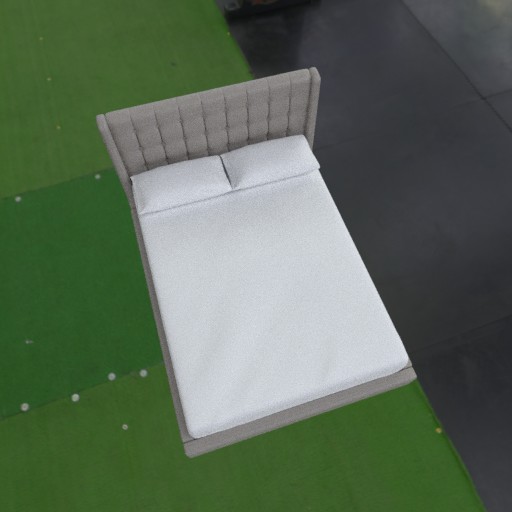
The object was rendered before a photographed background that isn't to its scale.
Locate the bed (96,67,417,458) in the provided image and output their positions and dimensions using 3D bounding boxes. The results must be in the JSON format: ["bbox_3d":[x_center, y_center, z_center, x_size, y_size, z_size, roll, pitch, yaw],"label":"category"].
[{"bbox_3d":[0.000,0.000,3.211,1.656,1.147,2.232,-16,63,-8],"label":"bed"}]
